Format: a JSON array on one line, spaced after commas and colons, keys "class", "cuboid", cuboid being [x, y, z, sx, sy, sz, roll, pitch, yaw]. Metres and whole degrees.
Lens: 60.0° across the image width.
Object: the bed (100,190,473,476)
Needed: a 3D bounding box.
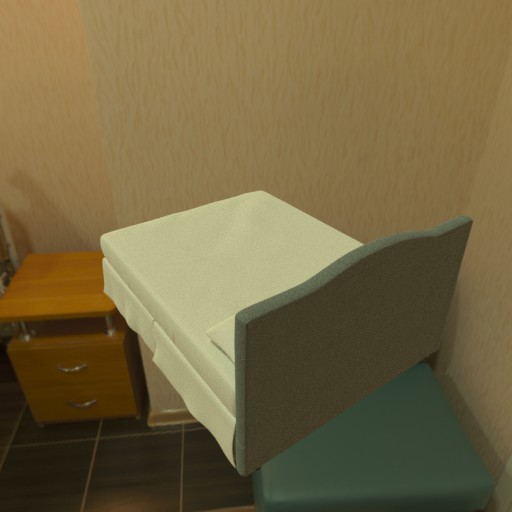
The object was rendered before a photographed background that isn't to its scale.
[{"class": "bed", "cuboid": [0.000, 0.000, 4.007, 2.161, 1.457, 2.689, -20, 36, -30]}]
